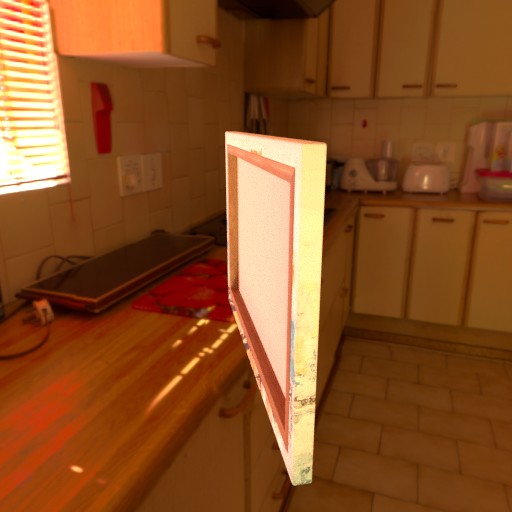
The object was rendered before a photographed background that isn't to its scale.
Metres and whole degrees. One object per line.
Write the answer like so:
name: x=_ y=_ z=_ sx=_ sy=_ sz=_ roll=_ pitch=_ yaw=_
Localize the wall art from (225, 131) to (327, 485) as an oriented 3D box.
wall art: x=0.000 y=0.000 z=1.156 sx=0.038 sy=0.609 sz=0.913 roll=-3 pitch=17 yaw=-10
